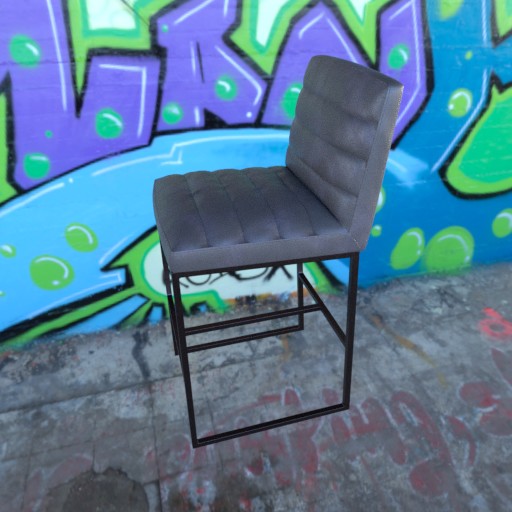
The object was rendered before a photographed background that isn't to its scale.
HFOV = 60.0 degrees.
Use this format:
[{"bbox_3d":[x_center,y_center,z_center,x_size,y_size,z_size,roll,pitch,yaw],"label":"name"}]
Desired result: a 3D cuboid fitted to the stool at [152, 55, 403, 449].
[{"bbox_3d":[0.000,0.000,1.343,0.562,1.065,0.463,-9,33,-14],"label":"stool"}]
